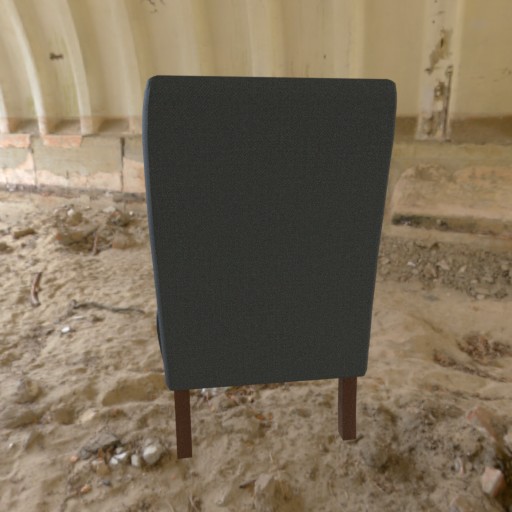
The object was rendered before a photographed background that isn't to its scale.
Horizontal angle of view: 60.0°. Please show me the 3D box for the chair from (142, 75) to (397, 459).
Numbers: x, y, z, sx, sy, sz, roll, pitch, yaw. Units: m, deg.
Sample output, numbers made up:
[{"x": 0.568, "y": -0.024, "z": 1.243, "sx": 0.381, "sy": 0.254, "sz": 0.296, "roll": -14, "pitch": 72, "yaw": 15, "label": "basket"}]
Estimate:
[{"x": 0.000, "y": 0.000, "z": 1.149, "sx": 0.513, "sy": 0.804, "sz": 0.592, "roll": -2, "pitch": 16, "yaw": -9, "label": "chair"}]
